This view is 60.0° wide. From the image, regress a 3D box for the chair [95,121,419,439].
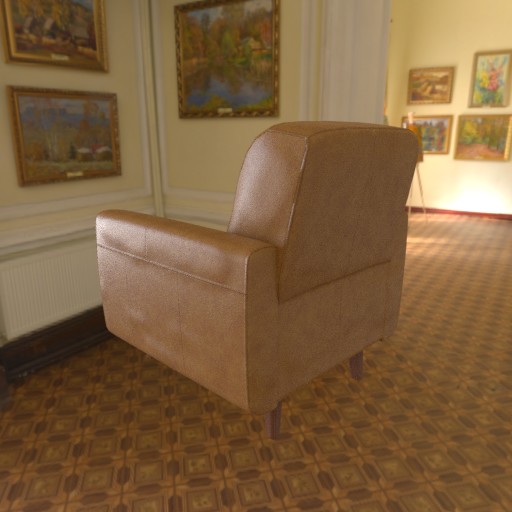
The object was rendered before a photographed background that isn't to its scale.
[{"bbox_3d":[0.000,0.000,1.675,0.845,0.968,0.942,-15,22,-42],"label":"chair"}]
